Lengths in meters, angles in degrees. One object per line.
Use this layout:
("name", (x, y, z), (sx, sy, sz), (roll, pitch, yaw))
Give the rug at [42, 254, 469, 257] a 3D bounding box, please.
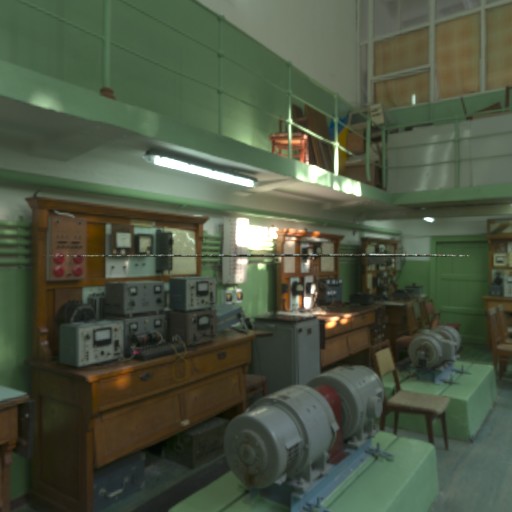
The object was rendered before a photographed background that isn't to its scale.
("rug", (0.000, 0.000, 2.257), (1.829, 0.008, 1.219), (0, 0, 34))
